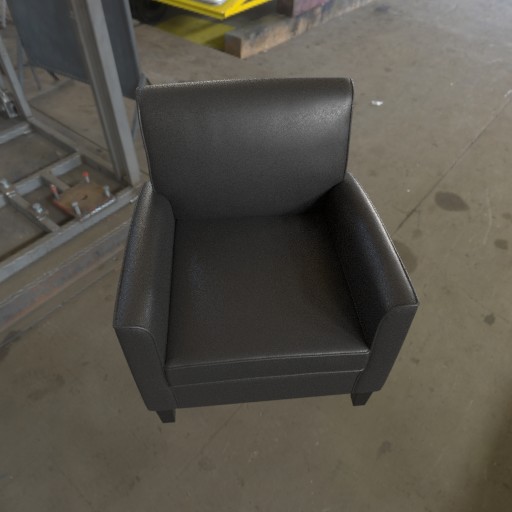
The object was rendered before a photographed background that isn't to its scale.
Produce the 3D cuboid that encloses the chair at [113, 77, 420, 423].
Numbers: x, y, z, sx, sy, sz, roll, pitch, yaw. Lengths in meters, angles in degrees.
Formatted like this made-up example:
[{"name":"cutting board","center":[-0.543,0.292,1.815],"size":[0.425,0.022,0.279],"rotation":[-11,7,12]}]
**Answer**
[{"name":"chair","center":[0.000,0.000,1.555],"size":[0.820,0.916,0.819],"rotation":[-4,47,-4]}]
